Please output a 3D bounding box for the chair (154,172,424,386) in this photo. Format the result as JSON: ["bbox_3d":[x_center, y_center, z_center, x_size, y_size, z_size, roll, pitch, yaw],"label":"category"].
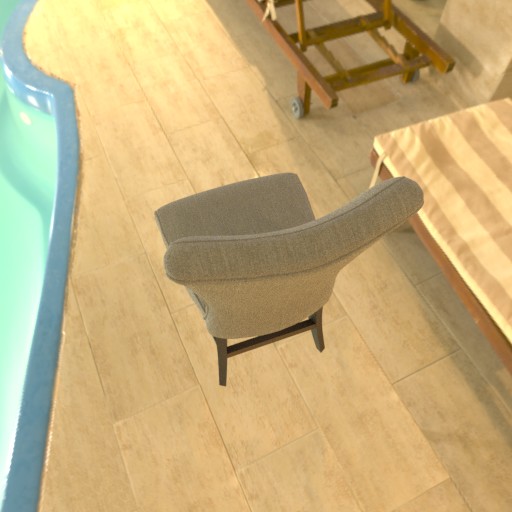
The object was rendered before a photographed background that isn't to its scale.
[{"bbox_3d":[0.000,0.000,1.348,0.520,0.991,0.660,-17,60,-10],"label":"chair"}]
